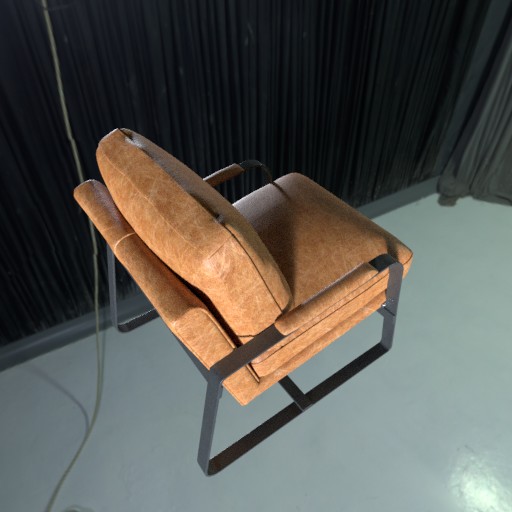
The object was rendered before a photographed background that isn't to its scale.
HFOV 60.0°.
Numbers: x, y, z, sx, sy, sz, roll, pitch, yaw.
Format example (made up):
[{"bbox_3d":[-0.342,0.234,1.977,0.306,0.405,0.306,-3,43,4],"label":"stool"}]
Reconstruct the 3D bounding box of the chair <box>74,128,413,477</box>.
[{"bbox_3d":[0.000,0.000,1.325,0.801,0.777,0.651,-26,48,-26],"label":"chair"}]
